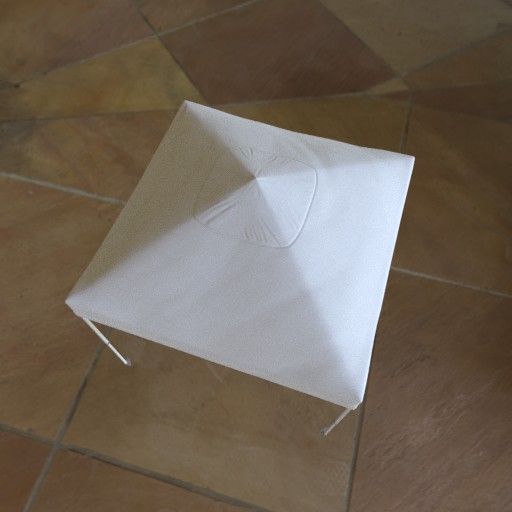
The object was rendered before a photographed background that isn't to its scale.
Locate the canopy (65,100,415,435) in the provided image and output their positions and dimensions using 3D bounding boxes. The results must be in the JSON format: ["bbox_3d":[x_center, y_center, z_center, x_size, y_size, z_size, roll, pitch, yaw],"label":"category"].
[{"bbox_3d":[0.000,0.000,5.450,2.996,2.997,2.998,17,62,9],"label":"canopy"}]
